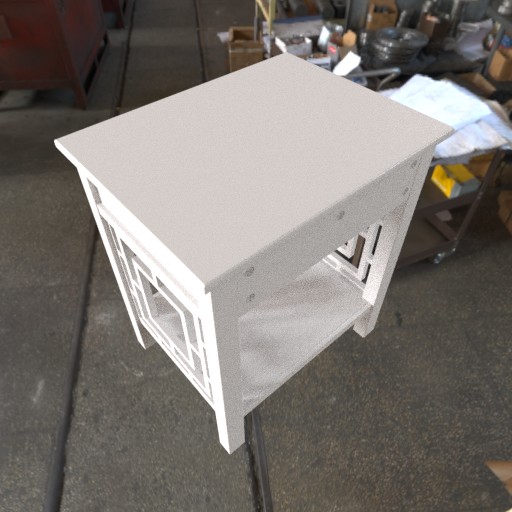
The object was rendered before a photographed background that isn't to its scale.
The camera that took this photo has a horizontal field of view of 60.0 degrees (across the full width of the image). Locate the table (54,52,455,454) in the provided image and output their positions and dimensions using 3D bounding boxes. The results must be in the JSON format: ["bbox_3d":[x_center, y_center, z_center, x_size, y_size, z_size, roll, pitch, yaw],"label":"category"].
[{"bbox_3d":[0.000,0.000,1.025,0.564,0.646,0.451,-33,55,-27],"label":"table"}]
